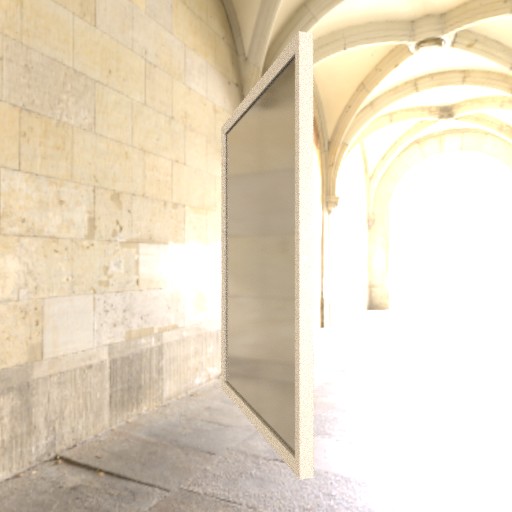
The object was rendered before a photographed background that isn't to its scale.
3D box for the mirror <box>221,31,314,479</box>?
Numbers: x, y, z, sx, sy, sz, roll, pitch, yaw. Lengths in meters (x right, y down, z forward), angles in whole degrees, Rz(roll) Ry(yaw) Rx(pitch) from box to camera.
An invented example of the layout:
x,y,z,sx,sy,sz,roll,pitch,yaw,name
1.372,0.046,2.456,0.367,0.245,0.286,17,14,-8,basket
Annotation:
x,y,z,sx,sy,sz,roll,pitch,yaw,name
0.000,0.000,1.372,0.040,1.016,0.762,0,-1,-18,mirror
